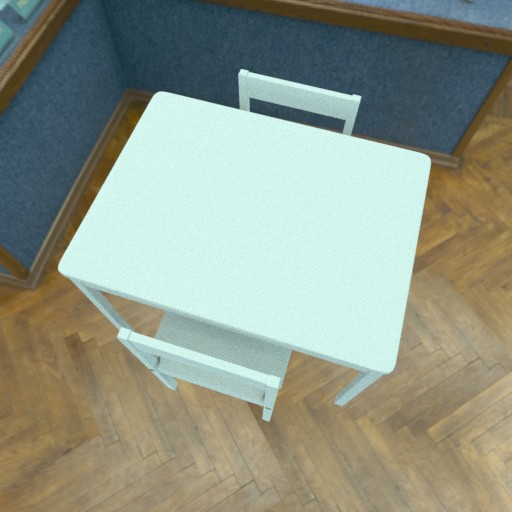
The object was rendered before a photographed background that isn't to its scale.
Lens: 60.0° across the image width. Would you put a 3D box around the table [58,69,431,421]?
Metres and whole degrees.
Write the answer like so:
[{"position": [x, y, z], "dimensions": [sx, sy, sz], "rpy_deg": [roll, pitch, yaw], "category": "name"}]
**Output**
[{"position": [0.000, 0.000, 1.097], "dimensions": [0.650, 0.503, 0.672], "rpy_deg": [16, 65, 8], "category": "table"}]
